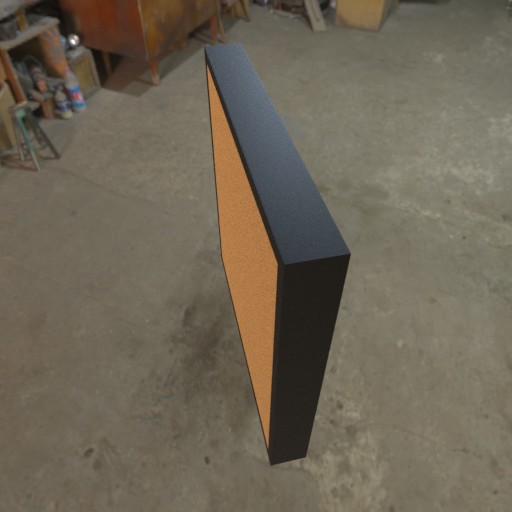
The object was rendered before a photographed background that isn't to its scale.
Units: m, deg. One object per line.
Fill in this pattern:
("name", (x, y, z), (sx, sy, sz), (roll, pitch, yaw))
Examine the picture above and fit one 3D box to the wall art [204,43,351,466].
("wall art", (0.000, 0.000, 0.452), (0.038, 0.304, 0.305), (-9, 47, -9))
